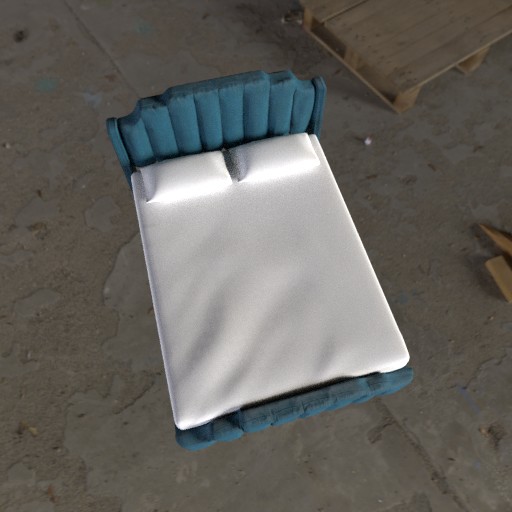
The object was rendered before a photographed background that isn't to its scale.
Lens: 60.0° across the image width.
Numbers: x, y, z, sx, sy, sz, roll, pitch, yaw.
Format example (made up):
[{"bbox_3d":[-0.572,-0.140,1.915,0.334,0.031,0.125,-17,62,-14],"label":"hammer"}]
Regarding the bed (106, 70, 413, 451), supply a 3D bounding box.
[{"bbox_3d":[0.000,0.000,3.292,1.676,1.351,2.322,-14,65,-7],"label":"bed"}]
